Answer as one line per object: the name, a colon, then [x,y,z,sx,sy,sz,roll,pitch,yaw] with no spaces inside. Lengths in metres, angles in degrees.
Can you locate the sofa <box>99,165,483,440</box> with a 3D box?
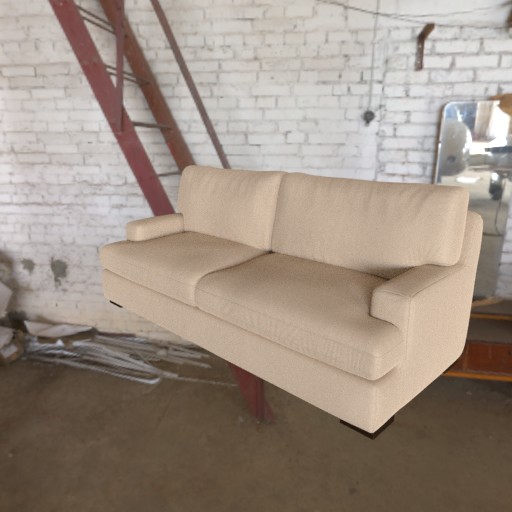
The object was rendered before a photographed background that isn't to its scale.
sofa: [0.000,0.000,2.571,2.147,0.925,0.929,15,21,42]
